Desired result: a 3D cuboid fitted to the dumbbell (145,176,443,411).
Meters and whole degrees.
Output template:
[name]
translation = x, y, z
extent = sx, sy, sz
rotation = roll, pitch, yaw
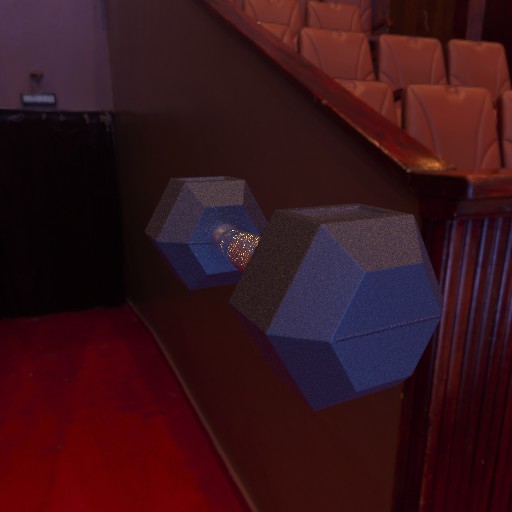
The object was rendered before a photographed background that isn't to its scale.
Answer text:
[dumbbell]
translation = 0.000, 0.000, 0.315
extent = 0.106, 0.092, 0.272
rotation = -7, 17, -25
